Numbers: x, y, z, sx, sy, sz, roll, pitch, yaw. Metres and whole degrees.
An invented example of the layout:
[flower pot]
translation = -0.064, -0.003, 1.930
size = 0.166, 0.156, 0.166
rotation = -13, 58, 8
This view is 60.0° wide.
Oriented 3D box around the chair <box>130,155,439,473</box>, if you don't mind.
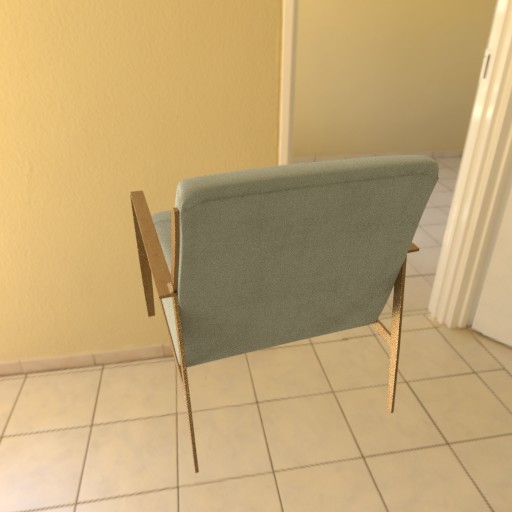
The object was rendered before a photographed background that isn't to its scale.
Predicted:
[chair]
translation = 0.000, 0.000, 1.438
size = 0.701, 0.824, 0.842
rotation = -10, 30, -17
